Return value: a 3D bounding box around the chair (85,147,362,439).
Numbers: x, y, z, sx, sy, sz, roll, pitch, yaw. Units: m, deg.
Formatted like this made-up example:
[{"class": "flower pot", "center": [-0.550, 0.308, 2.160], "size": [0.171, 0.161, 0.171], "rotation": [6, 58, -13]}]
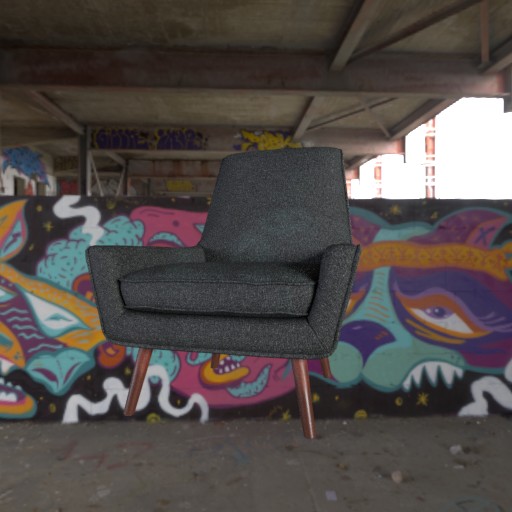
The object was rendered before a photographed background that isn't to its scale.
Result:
[{"class": "chair", "center": [0.000, 0.000, 1.522], "size": [0.763, 0.883, 0.859], "rotation": [0, 0, 17]}]
